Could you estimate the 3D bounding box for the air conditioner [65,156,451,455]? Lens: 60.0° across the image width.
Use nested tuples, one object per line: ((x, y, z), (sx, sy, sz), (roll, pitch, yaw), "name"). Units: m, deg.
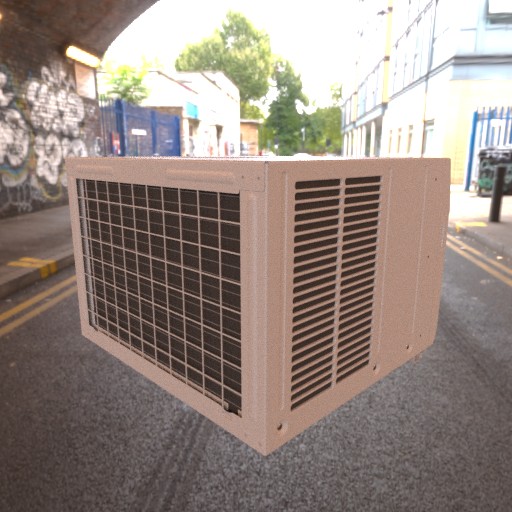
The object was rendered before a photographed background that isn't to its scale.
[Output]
((0.000, 0.000, 1.043), (0.599, 0.455, 0.645), (-13, 18, -43), "air conditioner")
